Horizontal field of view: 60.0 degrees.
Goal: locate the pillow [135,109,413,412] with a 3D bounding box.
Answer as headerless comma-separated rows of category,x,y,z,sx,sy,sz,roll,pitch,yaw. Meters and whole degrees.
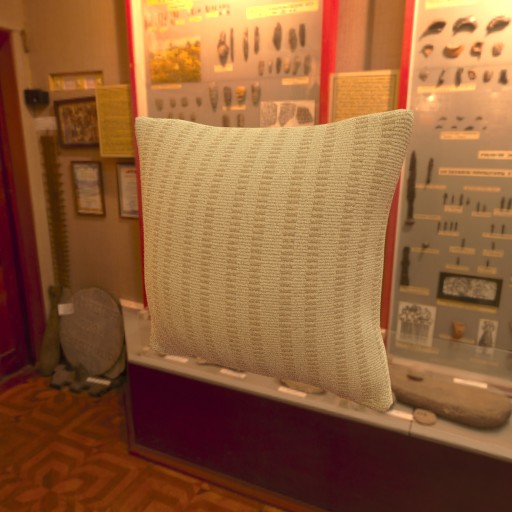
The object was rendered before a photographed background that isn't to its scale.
pillow,0.000,0.000,0.681,0.438,0.419,0.247,7,17,26
